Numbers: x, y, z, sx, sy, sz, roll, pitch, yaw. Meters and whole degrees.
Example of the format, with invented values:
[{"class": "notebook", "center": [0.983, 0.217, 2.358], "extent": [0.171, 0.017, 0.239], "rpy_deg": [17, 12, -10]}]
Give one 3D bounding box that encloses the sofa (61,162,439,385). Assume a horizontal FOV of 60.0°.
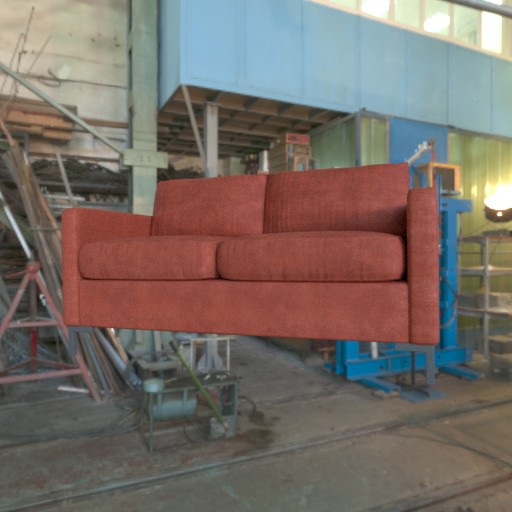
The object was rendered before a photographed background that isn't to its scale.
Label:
[{"class": "sofa", "center": [0.000, 0.000, 2.102], "extent": [1.574, 0.896, 0.864], "rpy_deg": [0, 0, 19]}]
